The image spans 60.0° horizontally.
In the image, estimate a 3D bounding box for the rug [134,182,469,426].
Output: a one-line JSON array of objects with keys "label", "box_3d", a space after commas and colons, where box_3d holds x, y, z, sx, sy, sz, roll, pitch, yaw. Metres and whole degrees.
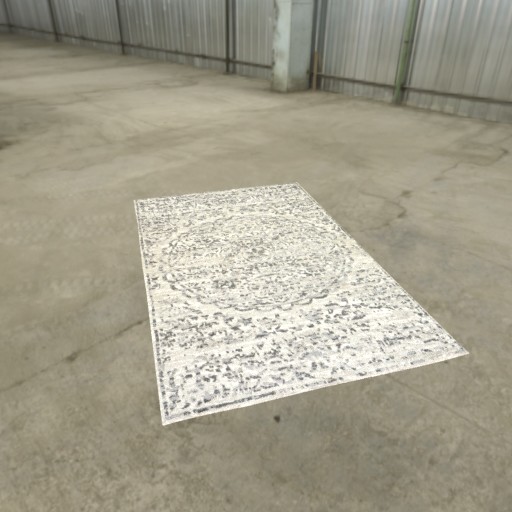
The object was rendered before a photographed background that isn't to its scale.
[{"label": "rug", "box_3d": [0.000, 0.000, 3.058, 1.527, 0.021, 2.447, -8, 32, -14]}]
